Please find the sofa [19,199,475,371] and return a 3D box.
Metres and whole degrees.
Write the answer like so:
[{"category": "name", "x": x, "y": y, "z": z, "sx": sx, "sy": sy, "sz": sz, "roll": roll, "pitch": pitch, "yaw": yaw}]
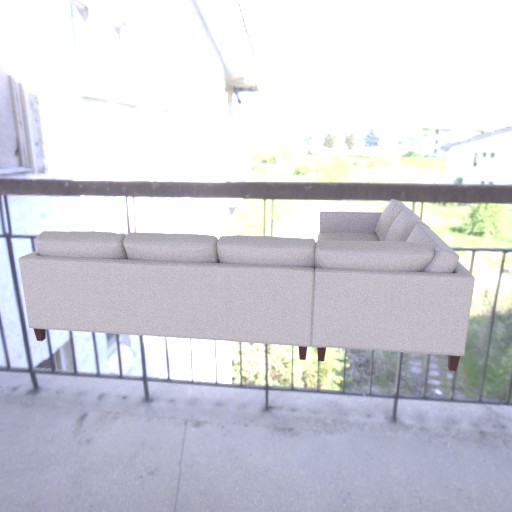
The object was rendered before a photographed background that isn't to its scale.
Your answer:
[{"category": "sofa", "x": 0.000, "y": 0.000, "z": 4.232, "sx": 3.182, "sy": 0.863, "sz": 2.432, "roll": 2, "pitch": 15, "yaw": 8}]
